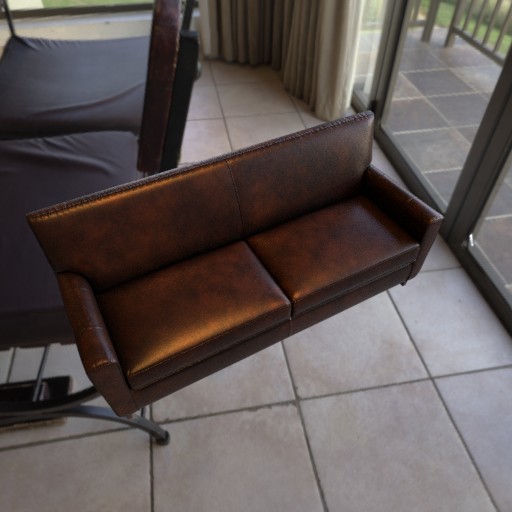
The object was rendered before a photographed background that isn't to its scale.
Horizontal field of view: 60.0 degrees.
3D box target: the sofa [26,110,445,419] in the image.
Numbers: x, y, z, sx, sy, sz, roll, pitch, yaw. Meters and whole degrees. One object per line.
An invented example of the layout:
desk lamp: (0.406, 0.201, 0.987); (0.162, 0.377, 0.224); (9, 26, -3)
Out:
sofa: (0.000, 0.000, 2.439); (1.995, 0.871, 0.786); (-22, 50, -20)
